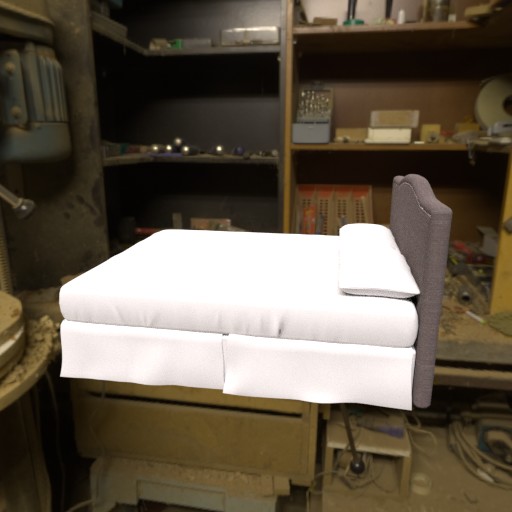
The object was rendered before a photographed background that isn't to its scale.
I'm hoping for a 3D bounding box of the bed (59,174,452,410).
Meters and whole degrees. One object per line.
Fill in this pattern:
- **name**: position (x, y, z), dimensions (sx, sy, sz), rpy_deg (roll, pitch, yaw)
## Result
- **bed**: position (0.000, 0.000, 3.925), dimensions (2.689, 1.457, 2.161), rpy_deg (3, 16, 10)
